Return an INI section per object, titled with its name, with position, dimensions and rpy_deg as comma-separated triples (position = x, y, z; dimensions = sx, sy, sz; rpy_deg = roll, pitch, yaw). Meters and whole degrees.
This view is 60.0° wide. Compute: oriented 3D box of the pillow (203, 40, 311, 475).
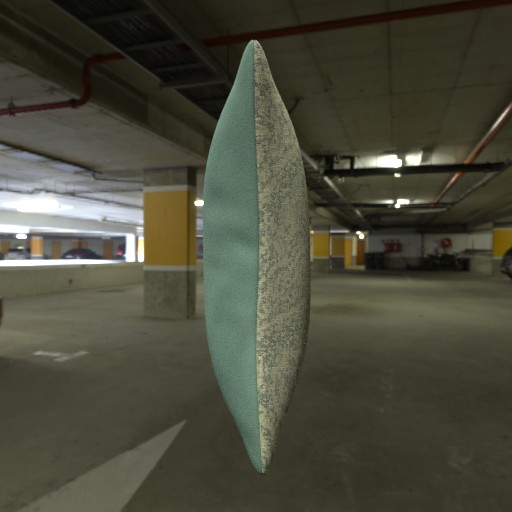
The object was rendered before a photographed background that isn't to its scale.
[pillow]
position = 0.000, 0.000, 0.771
dimensions = 0.166, 0.507, 0.526
rpy_deg = 0, 0, -1
